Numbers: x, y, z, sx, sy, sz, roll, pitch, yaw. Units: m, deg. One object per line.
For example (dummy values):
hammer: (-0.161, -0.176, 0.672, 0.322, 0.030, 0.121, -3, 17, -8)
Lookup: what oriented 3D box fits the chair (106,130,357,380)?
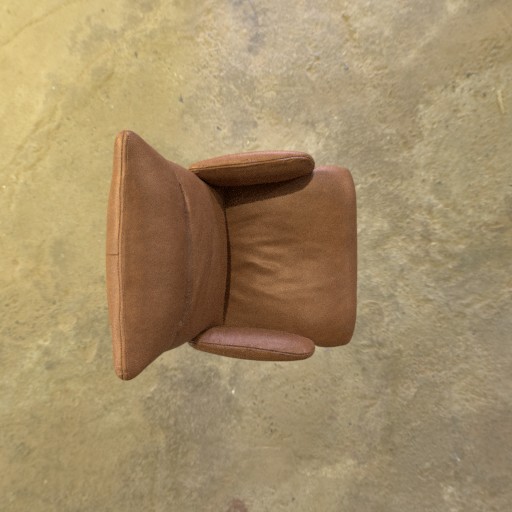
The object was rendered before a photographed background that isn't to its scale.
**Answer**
chair: (0.000, 0.000, 1.576, 0.794, 1.027, 0.711, 0, 90, 0)
